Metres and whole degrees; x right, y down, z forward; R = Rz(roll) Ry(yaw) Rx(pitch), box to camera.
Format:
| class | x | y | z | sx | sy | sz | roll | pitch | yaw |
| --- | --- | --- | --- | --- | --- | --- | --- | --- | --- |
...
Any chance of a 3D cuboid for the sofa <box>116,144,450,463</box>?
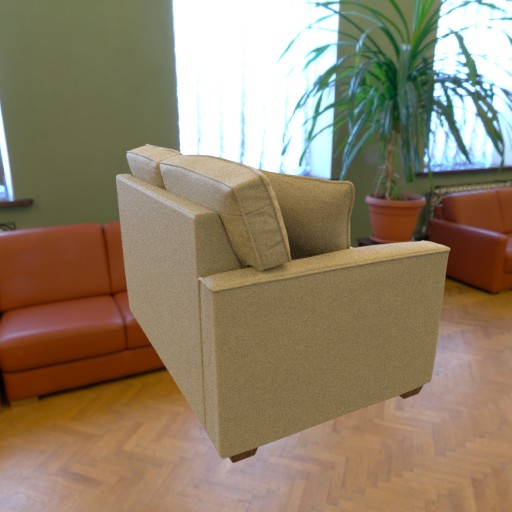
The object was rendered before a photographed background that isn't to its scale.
| class | x | y | z | sx | sy | sz | roll | pitch | yaw |
| --- | --- | --- | --- | --- | --- | --- | --- | --- | --- |
| sofa | 0.000 | 0.000 | 2.089 | 0.991 | 0.989 | 1.388 | -9 | 19 | -26 |
